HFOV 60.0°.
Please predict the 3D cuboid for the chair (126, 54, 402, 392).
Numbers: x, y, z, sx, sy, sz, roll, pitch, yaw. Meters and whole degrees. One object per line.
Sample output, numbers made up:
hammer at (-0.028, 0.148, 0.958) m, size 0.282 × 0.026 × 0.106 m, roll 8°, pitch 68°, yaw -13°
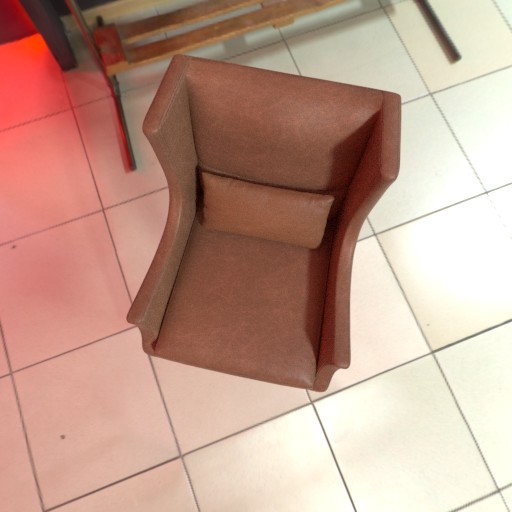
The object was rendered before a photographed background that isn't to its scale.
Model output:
chair at (0.000, 0.000, 1.718) m, size 0.815 × 1.088 × 0.913 m, roll 11°, pitch 76°, yaw 3°
